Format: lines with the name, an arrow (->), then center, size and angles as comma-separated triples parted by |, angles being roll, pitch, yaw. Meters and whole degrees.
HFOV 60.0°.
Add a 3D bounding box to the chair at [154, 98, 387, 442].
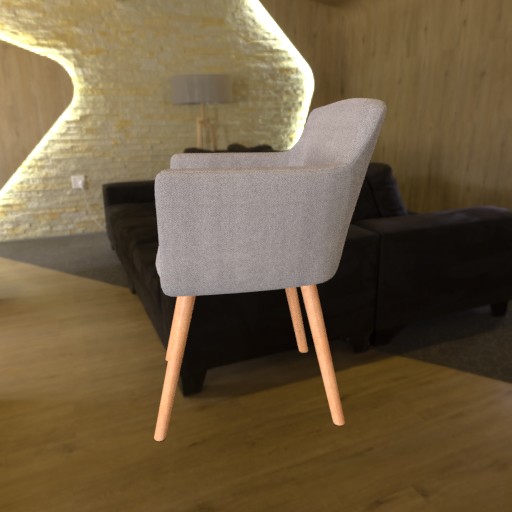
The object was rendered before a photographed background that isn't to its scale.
chair -> 0.000, 0.000, 1.161 | 0.540, 0.780, 0.570 | -2, 16, -7
